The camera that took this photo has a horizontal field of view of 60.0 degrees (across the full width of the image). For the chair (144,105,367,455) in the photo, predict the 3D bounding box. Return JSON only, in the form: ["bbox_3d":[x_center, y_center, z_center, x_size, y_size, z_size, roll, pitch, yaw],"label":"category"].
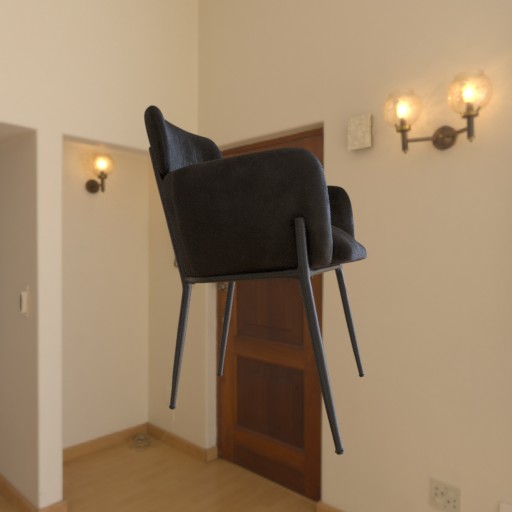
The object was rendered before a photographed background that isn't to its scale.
[{"bbox_3d":[0.000,0.000,1.287,0.604,0.818,0.640,0,0,18],"label":"chair"}]
